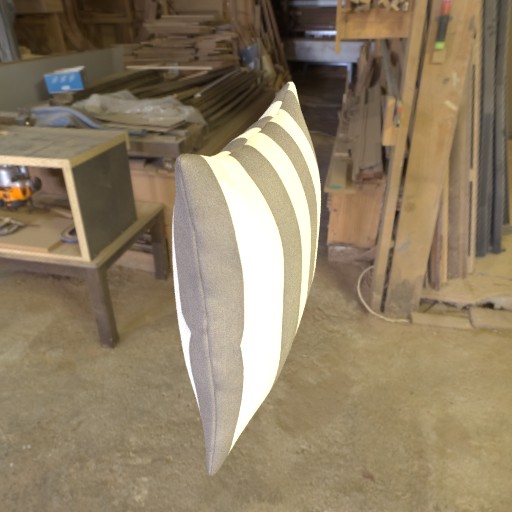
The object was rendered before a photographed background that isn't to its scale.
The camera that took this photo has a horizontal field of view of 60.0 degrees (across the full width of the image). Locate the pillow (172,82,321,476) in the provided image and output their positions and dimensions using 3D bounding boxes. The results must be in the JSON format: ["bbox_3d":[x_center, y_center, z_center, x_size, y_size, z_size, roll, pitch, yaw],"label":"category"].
[{"bbox_3d":[0.000,0.000,0.775,0.192,0.507,0.522,8,31,14],"label":"pillow"}]
